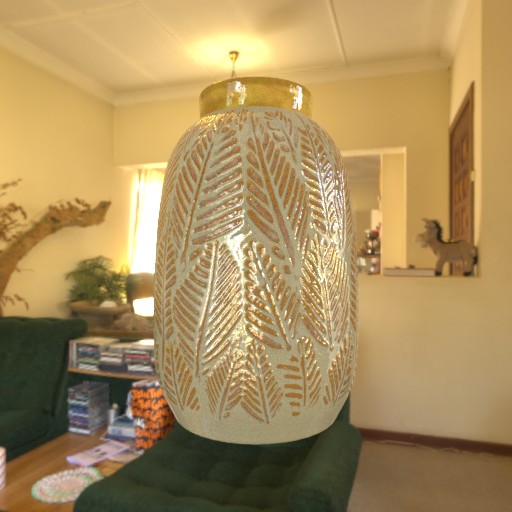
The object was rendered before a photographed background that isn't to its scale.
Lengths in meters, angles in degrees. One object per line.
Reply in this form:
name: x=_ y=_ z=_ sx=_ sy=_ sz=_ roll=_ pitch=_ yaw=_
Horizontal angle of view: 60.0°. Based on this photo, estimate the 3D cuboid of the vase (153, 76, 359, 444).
vase: x=0.000 y=0.000 z=0.380 sx=0.172 sy=0.270 sz=0.172 roll=0 pitch=0 yaw=0
